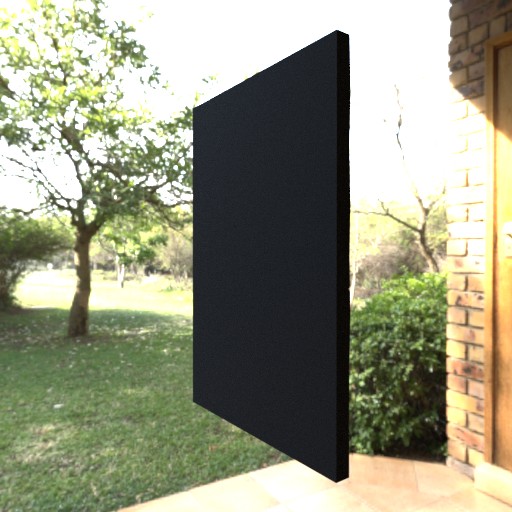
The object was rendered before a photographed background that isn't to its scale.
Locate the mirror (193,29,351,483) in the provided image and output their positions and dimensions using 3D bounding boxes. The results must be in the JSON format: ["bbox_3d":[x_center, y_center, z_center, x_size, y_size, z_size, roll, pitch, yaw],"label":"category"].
[{"bbox_3d":[0.000,0.000,1.147,0.044,0.912,0.606,0,1,-36],"label":"mirror"}]
